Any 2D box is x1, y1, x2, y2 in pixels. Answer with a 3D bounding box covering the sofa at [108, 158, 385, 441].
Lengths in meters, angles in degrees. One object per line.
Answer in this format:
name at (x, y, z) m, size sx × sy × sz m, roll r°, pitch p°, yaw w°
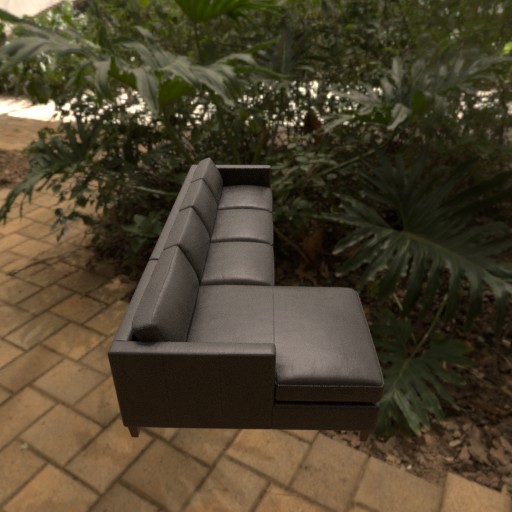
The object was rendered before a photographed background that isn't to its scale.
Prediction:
sofa at (0.000, 0.000, 3.944) m, size 1.581 × 0.883 × 3.203 m, roll 1°, pitch 30°, yaw 1°
